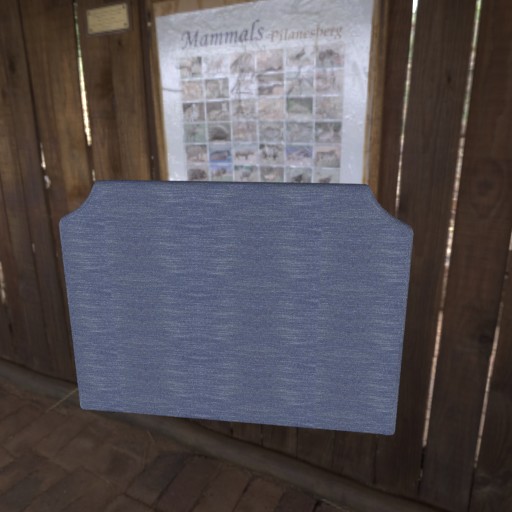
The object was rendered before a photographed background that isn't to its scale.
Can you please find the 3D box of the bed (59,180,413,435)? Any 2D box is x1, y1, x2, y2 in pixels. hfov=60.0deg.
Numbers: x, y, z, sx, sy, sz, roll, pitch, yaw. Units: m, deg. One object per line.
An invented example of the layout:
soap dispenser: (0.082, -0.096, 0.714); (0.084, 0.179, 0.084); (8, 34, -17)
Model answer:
bed: (0.000, 0.000, 3.171); (1.693, 1.290, 2.116); (2, 16, 7)
